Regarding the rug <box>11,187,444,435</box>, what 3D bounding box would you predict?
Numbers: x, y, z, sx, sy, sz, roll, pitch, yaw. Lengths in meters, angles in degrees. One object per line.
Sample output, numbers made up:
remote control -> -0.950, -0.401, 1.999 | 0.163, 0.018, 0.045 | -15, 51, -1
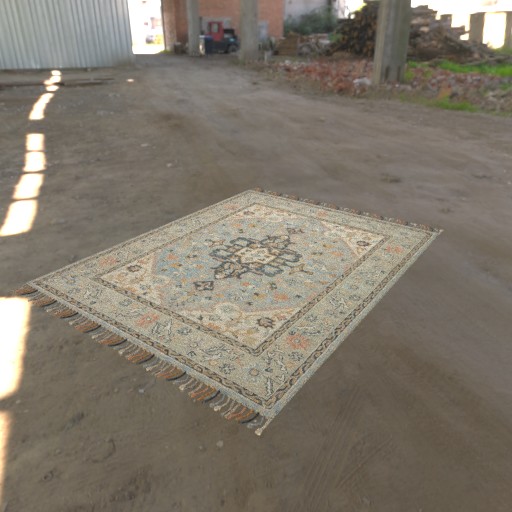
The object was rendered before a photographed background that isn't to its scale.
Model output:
rug -> 0.000, 0.000, 2.132 | 1.278, 0.009, 1.730 | 18, 32, 32
